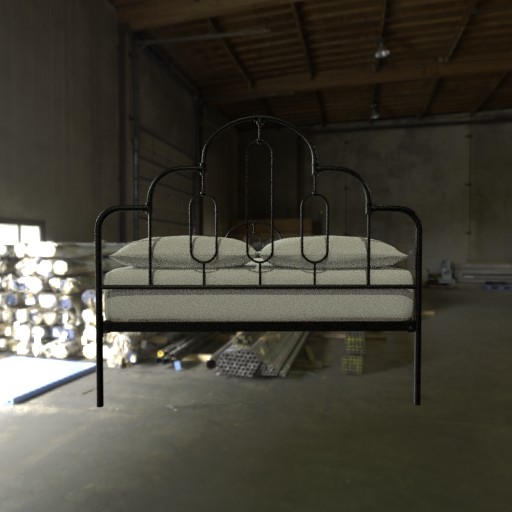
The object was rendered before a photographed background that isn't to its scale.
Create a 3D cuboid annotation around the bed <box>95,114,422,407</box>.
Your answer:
[{"bbox_3d":[0.000,0.000,3.269,1.626,1.444,2.181,0,1,-1],"label":"bed"}]
